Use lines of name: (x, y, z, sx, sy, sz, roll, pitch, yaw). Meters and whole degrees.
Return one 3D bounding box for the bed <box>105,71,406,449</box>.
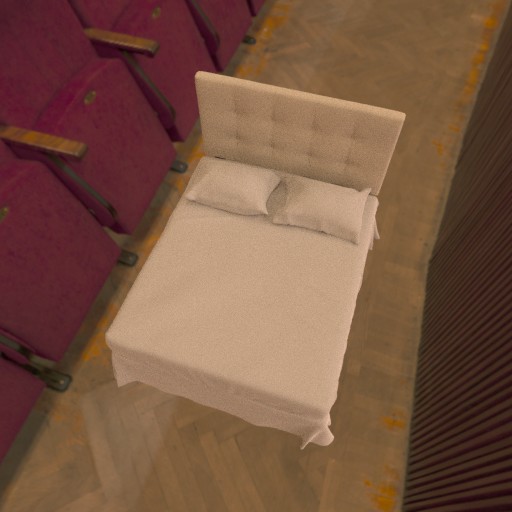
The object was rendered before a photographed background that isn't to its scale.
bed: (0.000, 0.000, 3.459, 1.936, 1.577, 2.222, 15, 58, 10)
